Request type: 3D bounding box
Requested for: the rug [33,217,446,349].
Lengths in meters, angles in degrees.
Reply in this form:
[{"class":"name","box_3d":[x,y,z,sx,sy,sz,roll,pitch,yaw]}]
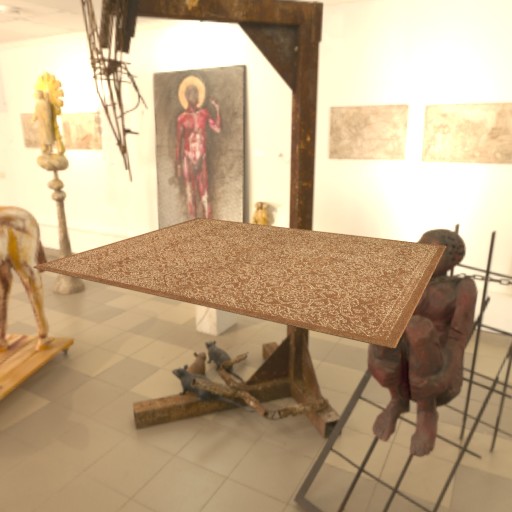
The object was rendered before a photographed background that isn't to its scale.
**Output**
[{"class":"rug","box_3d":[0.000,0.000,4.142,3.050,0.015,2.441,9,18,27]}]
